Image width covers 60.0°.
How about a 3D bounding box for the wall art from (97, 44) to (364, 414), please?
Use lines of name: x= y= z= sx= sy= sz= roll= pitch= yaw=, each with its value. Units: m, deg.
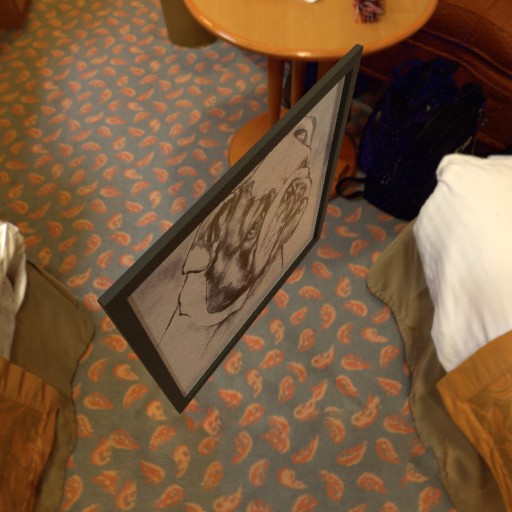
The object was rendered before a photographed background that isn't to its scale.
wall art: x=0.000 y=0.000 z=0.978 sx=0.016 sy=0.659 sz=0.663 roll=32 pitch=64 yaw=18
